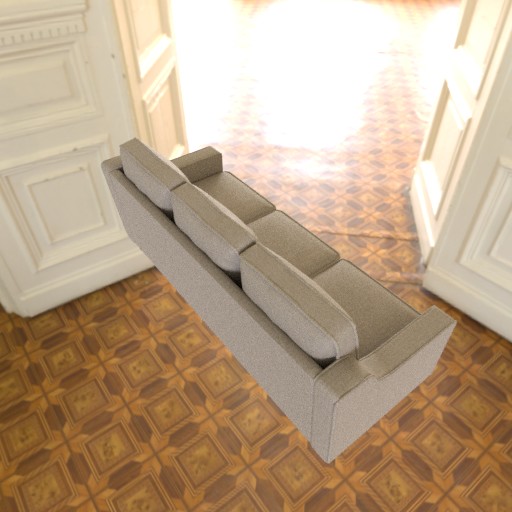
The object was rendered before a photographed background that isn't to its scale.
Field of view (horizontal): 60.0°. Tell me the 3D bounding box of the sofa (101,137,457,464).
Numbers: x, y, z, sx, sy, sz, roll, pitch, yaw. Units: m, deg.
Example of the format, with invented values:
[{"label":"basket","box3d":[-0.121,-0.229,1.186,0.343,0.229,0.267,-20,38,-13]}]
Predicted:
[{"label":"sofa","box3d":[0.000,0.000,2.645,0.899,0.950,2.129,-28,50,-27]}]
